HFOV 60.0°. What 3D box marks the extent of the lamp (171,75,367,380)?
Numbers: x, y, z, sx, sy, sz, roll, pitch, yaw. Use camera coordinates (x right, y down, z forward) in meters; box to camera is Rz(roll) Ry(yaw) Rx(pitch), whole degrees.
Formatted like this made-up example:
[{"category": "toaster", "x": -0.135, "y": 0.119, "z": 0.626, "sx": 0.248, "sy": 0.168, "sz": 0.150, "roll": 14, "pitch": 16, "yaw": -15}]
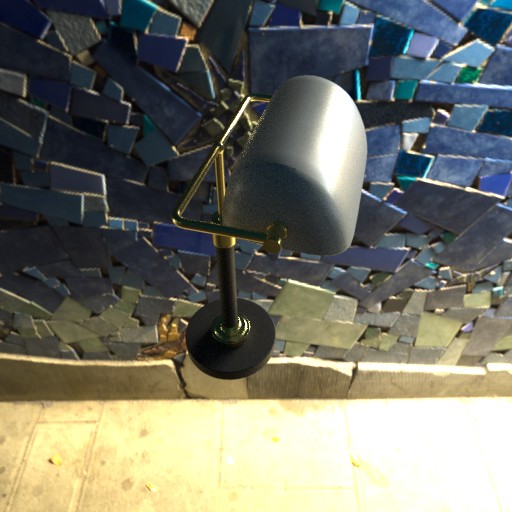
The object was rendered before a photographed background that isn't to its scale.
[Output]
[{"category": "lamp", "x": 0.000, "y": 0.000, "z": 0.567, "sx": 0.227, "sy": 0.404, "sz": 0.269, "roll": 11, "pitch": 46, "yaw": 11}]
